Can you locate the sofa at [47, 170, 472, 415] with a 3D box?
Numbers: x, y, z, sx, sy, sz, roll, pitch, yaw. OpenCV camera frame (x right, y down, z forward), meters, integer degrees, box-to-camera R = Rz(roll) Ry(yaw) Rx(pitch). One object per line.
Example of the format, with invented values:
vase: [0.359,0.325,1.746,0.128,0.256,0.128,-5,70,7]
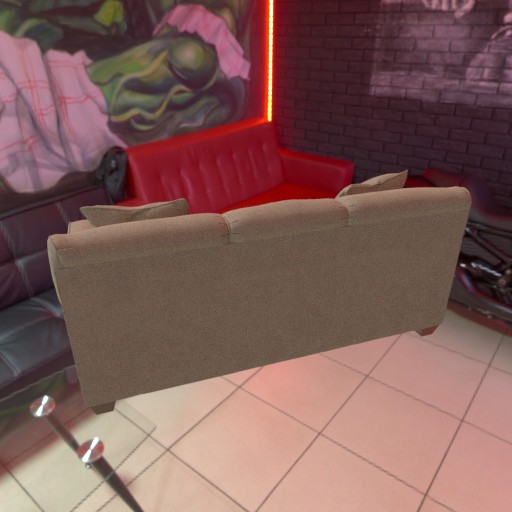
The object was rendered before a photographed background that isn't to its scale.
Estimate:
sofa: [0.000,0.000,2.555,2.024,0.958,0.997,-9,28,-17]
